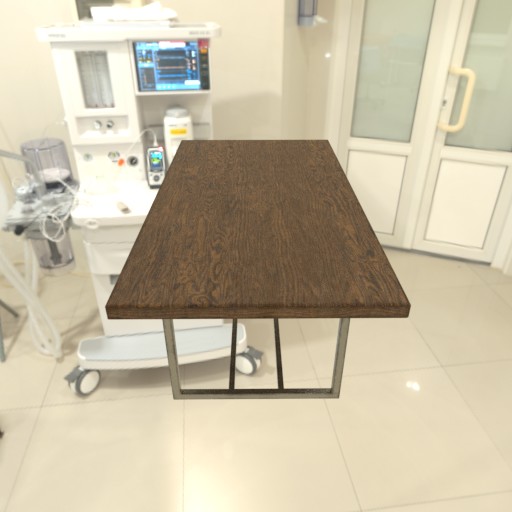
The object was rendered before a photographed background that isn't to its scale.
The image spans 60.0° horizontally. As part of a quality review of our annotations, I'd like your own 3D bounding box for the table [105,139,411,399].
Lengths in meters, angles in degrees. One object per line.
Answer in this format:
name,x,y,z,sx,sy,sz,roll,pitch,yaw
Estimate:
table,0.000,0.000,2.610,1.078,0.795,1.989,0,31,0
